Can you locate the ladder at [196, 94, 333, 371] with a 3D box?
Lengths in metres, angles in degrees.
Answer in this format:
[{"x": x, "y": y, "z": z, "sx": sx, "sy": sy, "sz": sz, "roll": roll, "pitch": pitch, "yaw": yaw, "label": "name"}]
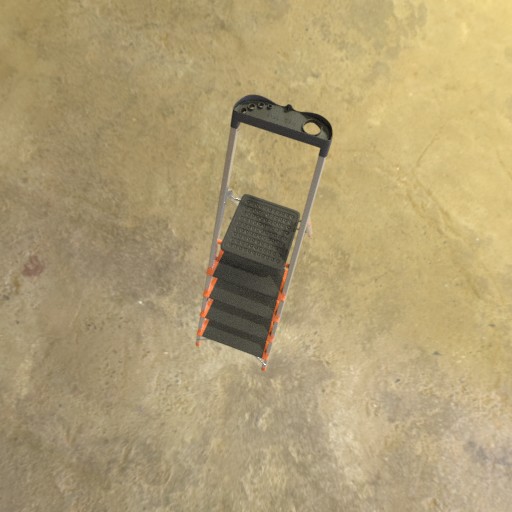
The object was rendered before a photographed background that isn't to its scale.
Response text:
[{"x": 0.000, "y": 0.000, "z": 2.177, "sx": 0.480, "sy": 1.646, "sz": 0.995, "roll": 19, "pitch": 76, "yaw": 5, "label": "ladder"}]
